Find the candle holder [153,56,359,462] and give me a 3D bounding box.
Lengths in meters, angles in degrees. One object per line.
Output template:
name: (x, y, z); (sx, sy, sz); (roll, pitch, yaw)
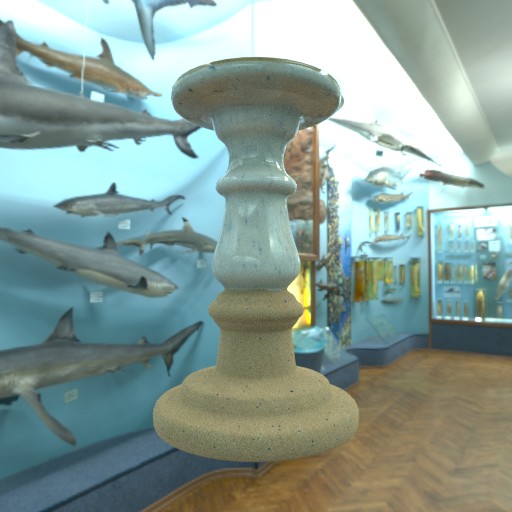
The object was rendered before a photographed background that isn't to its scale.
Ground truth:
candle holder: (0.000, 0.000, 0.273); (0.123, 0.202, 0.123); (0, -1, 0)
